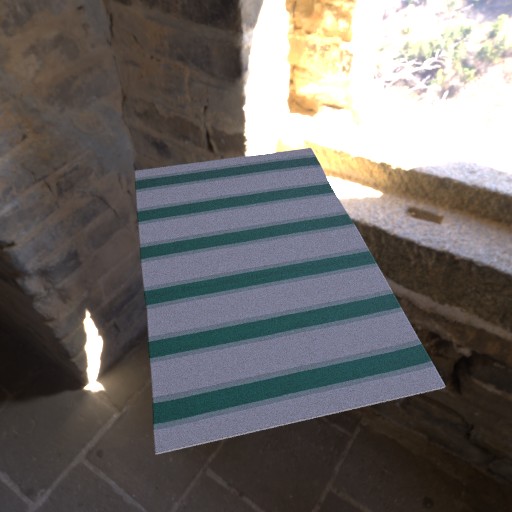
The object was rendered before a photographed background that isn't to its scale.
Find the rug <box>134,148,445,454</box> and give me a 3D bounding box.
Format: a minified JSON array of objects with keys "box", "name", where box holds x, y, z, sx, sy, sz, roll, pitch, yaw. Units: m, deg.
[{"box":[0.000,0.000,2.375,1.210,0.012,1.829,-10,48,-9],"name":"rug"}]
